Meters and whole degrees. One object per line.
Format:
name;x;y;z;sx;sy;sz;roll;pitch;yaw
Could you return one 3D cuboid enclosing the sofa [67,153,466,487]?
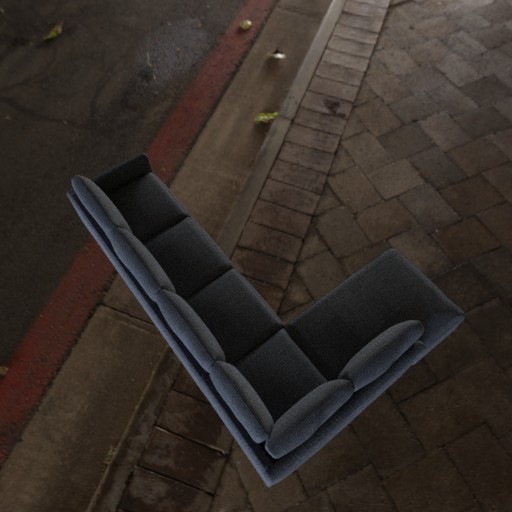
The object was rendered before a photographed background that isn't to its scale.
sofa;0.000;0.000;3.795;2.007;0.815;2.949;-34;65;-18
